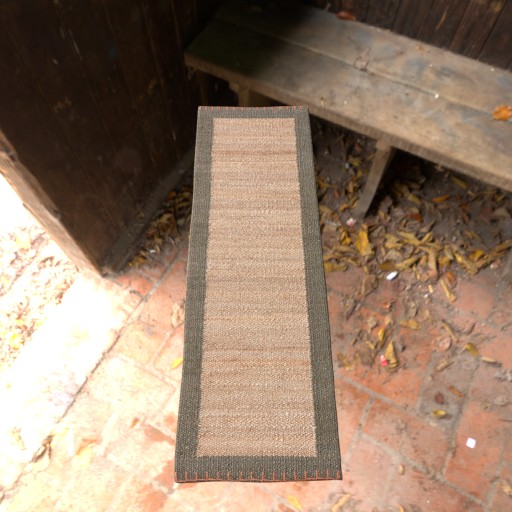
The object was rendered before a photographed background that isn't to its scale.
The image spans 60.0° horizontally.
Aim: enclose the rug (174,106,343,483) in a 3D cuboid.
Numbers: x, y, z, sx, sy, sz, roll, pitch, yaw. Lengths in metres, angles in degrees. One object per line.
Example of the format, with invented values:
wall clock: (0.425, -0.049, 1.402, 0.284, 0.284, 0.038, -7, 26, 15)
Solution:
rug: (0.000, 0.000, 2.650, 0.810, 0.016, 2.413, 0, 63, 0)
